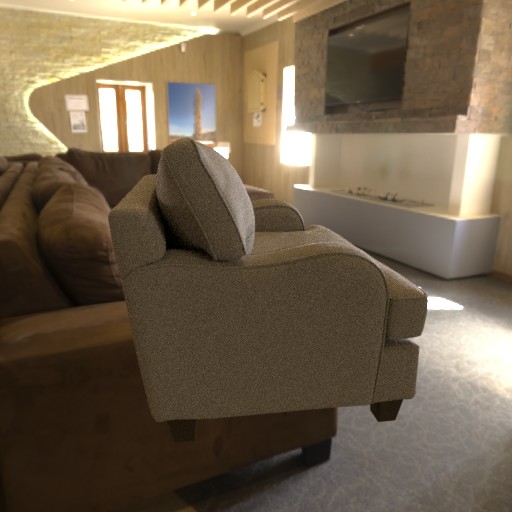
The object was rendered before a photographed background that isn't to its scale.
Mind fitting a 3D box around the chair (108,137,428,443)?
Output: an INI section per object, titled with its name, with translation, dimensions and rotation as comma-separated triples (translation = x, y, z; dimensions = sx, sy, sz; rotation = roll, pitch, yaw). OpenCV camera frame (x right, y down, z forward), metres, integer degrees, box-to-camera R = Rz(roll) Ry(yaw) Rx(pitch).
[chair]
translation = 0.000, 0.000, 1.969
dimensions = 1.040, 1.016, 1.220
rotation = -2, 15, -9
